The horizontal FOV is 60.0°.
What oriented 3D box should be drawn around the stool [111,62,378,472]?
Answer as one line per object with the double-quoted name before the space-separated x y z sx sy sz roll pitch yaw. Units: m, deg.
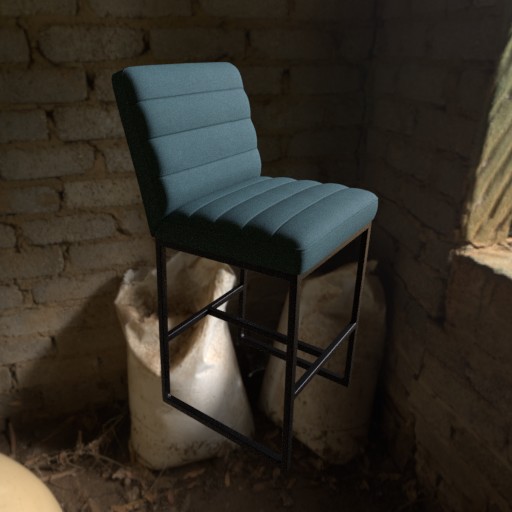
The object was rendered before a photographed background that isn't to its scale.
"stool" 0.000 0.000 1.316 0.560 1.040 0.460 17 30 31
